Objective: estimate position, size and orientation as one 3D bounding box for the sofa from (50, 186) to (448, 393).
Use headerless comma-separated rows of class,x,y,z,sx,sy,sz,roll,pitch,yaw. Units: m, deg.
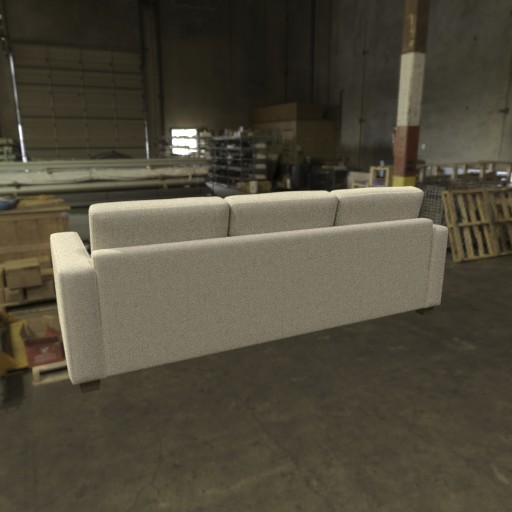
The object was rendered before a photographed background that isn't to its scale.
sofa,0.000,0.000,2.609,2.160,0.800,0.900,-7,16,-25
